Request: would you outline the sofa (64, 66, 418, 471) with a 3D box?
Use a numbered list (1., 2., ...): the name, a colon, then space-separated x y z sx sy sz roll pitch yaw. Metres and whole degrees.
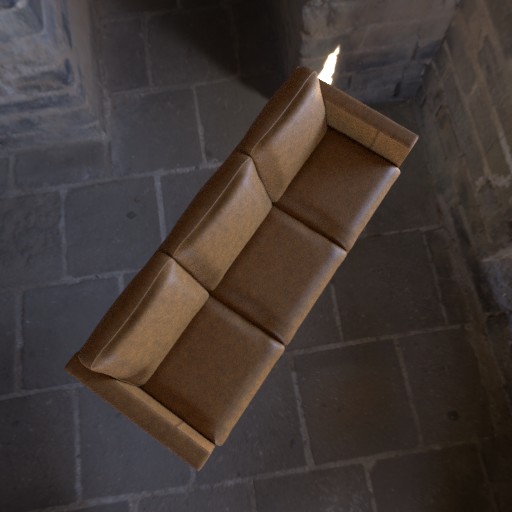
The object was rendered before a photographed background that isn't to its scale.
1. sofa: 0.000 0.000 2.679 0.903 0.930 2.231 34 78 8
